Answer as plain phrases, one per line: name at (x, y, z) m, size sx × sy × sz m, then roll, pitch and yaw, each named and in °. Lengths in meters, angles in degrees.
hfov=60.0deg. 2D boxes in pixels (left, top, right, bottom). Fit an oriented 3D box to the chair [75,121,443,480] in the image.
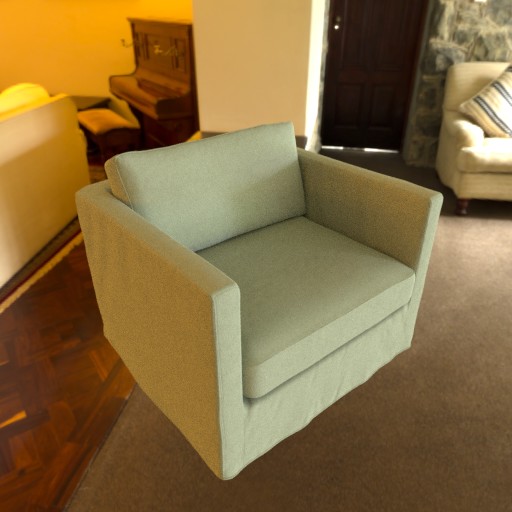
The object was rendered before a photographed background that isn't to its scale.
chair at (0.000, 0.000, 1.760) m, size 1.057 × 0.863 × 0.949 m, roll -22°, pitch 37°, yaw -33°
